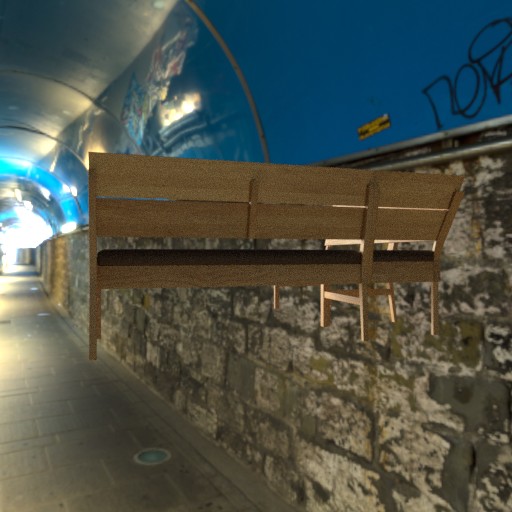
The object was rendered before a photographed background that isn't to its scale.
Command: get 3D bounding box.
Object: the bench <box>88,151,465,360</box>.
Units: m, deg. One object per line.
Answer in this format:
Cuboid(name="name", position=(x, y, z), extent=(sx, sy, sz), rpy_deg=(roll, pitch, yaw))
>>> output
Cuboid(name="bench", position=(0.000, 0.000, 2.880), extent=(1.975, 0.890, 1.549), rpy_deg=(0, 0, -18))
